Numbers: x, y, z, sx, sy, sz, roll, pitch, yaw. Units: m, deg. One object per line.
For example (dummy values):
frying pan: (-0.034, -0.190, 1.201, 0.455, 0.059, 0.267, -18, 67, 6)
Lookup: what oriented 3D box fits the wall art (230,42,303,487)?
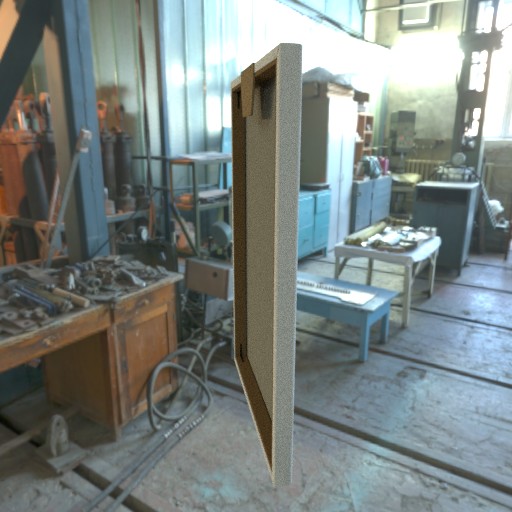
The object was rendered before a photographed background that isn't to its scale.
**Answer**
wall art: (0.000, 0.000, 1.161, 0.048, 0.916, 0.602, -3, 16, -11)
